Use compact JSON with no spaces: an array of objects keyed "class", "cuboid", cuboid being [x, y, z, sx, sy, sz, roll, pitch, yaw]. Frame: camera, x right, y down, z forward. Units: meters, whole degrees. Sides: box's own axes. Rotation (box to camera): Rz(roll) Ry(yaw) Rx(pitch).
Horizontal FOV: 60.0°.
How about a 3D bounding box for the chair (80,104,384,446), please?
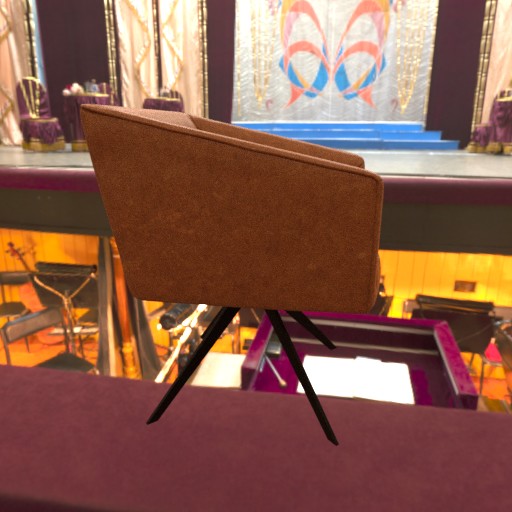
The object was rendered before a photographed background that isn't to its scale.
[{"class":"chair","cuboid":[0.000,0.000,1.198,0.625,0.760,0.588,3,17,9]}]
